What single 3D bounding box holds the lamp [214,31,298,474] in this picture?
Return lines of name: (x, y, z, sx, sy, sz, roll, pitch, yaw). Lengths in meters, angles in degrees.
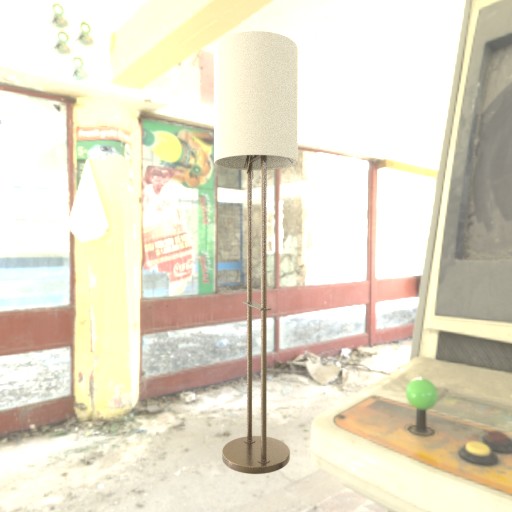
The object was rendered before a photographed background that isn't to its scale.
lamp: (0.000, 0.000, 1.637, 0.305, 1.500, 0.306, 0, 1, -18)
